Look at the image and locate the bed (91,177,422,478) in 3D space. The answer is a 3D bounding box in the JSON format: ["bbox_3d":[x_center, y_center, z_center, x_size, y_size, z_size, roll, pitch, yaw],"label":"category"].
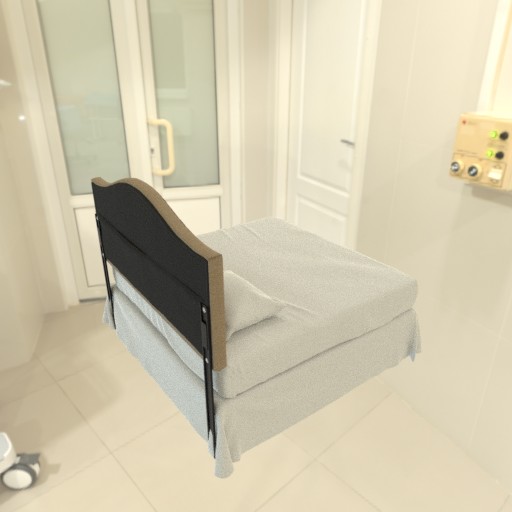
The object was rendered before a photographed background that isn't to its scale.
[{"bbox_3d":[0.000,0.000,3.848,2.222,1.651,2.311,-17,30,-32],"label":"bed"}]
